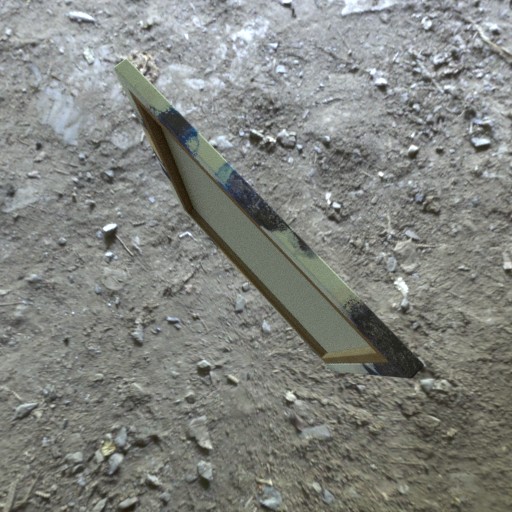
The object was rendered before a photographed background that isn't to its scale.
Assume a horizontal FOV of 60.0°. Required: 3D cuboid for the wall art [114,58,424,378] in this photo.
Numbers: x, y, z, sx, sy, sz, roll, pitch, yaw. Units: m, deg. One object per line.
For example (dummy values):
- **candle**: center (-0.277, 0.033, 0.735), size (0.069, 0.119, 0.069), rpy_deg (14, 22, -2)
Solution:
- **wall art**: center (0.000, 0.000, 1.321), size (0.038, 0.885, 0.887), rpy_deg (-41, 80, -9)
